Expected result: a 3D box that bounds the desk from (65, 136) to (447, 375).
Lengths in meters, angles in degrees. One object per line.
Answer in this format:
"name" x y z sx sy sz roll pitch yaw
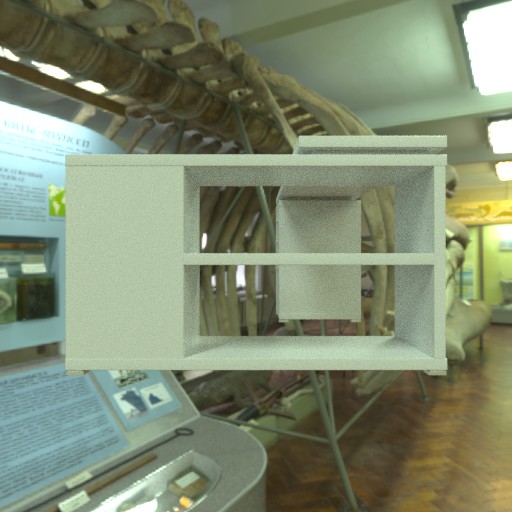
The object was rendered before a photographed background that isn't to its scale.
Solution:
"desk" 0.000 0.000 2.153 1.200 0.753 1.524 0 0 0
